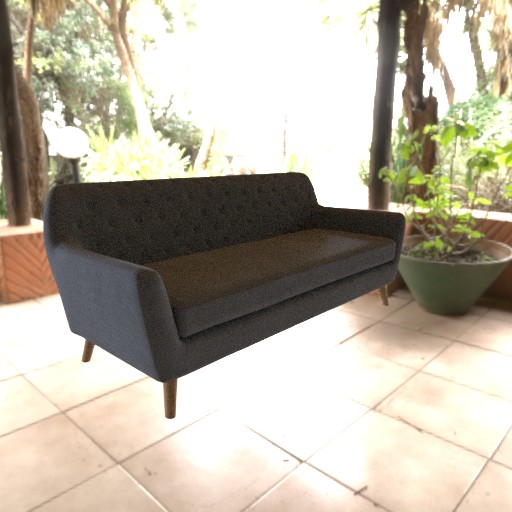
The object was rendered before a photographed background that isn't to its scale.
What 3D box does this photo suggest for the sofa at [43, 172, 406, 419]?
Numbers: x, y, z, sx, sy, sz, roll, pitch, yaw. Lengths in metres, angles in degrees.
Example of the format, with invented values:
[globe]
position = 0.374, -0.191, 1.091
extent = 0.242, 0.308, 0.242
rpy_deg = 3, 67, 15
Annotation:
[sofa]
position = 0.000, 0.000, 2.413
extent = 0.830, 0.830, 1.970
rpy_deg = 12, 18, 42
